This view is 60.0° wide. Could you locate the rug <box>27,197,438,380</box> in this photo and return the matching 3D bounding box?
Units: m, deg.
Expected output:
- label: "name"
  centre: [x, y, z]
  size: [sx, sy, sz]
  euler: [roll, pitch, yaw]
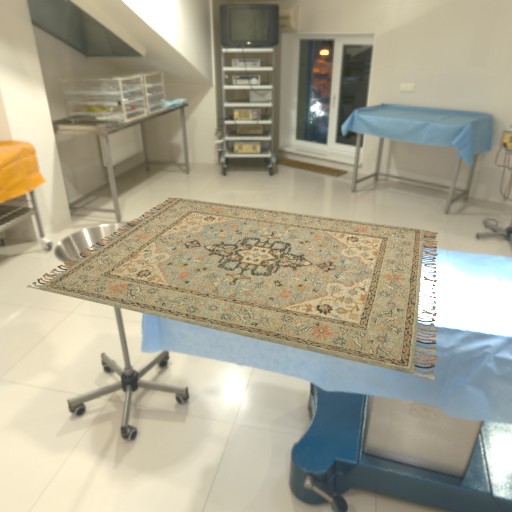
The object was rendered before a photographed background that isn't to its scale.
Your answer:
- label: "rug"
  centre: [0.000, 0.000, 2.246]
  size: [1.730, 0.009, 1.278]
  euler: [9, 28, 18]
